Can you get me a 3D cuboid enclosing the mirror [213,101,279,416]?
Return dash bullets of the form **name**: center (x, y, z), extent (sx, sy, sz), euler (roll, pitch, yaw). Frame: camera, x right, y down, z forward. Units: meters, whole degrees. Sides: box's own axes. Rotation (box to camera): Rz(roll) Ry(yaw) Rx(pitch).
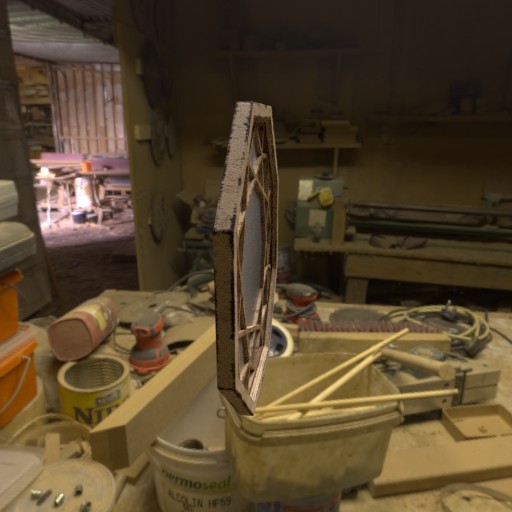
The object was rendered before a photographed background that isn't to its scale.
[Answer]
- **mirror**: center (0.000, 0.000, 1.000), extent (0.031, 0.648, 0.648), euler (3, 17, 8)
